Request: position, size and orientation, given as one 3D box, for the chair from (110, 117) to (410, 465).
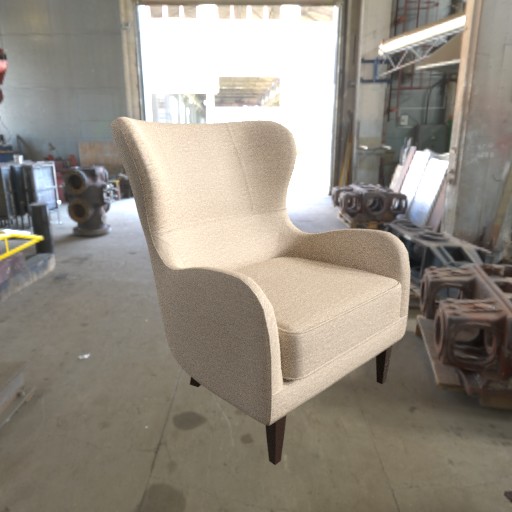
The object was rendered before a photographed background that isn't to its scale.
[{"bbox_3d":[0.000,0.000,1.778,0.861,1.064,0.984,-15,22,-43],"label":"chair"}]
